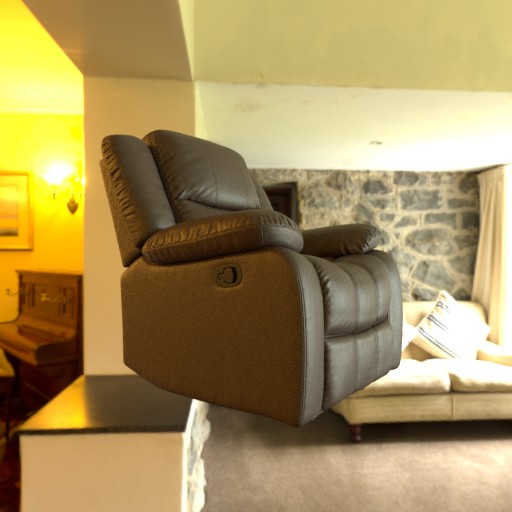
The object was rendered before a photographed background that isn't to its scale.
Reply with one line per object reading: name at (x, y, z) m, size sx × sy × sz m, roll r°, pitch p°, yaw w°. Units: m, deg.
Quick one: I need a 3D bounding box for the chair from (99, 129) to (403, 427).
chair at (0.000, 0.000, 1.731) m, size 0.934 × 1.009 × 0.899 m, roll 0°, pitch 0°, yaw 36°
